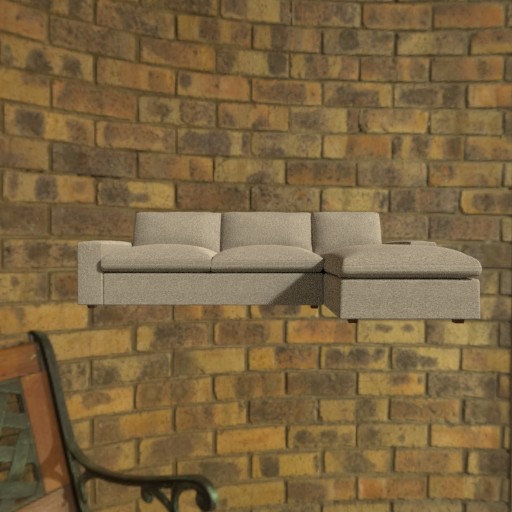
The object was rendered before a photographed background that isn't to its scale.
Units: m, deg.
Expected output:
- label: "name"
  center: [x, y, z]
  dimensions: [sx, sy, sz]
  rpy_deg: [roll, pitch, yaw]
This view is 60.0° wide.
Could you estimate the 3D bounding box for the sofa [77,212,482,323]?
- label: "sofa"
  center: [0.000, 0.000, 3.478]
  dimensions: [2.718, 0.813, 1.689]
  rpy_deg: [0, 1, 1]
